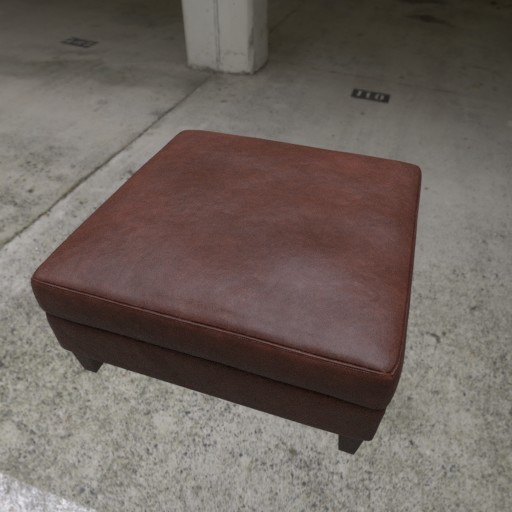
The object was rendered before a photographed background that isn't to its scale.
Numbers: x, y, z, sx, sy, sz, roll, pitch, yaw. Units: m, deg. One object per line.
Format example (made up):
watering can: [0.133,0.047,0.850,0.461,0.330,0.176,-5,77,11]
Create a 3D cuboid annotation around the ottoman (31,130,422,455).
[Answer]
ottoman: [0.000,0.000,1.277,0.836,0.415,0.844,12,42,14]
